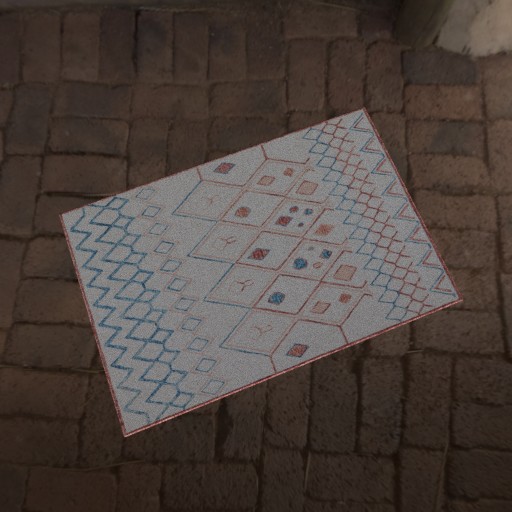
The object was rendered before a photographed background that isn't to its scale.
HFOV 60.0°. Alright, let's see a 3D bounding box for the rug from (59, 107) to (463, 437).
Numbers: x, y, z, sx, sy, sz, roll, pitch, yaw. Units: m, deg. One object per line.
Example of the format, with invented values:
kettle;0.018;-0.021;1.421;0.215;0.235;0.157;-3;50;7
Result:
rug;0.000;0.000;2.357;1.829;0.016;1.219;-21;76;-5
